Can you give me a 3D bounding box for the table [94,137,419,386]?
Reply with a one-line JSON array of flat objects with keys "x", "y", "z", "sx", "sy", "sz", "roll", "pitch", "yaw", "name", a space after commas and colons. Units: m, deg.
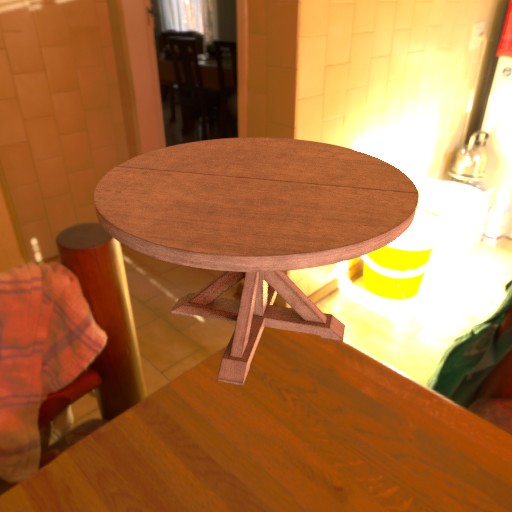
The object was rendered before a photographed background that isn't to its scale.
[{"x": 0.000, "y": 0.000, "z": 2.138, "sx": 1.363, "sy": 0.781, "sz": 1.363, "roll": 0, "pitch": 30, "yaw": 0, "name": "table"}]
